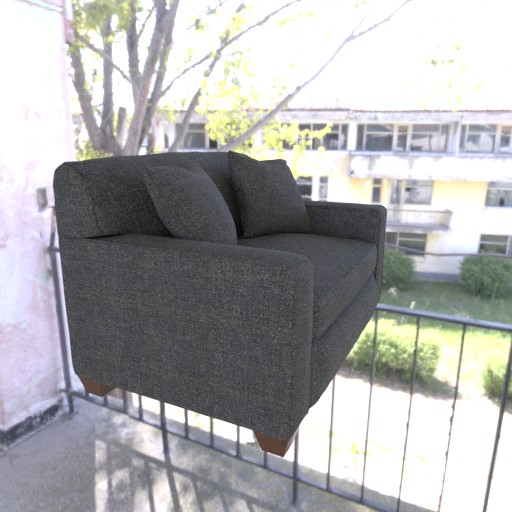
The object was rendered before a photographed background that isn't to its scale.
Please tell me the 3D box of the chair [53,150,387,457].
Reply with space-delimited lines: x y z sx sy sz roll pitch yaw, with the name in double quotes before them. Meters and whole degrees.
"chair" 0.000 0.000 2.068 1.000 0.948 1.383 7 16 25
